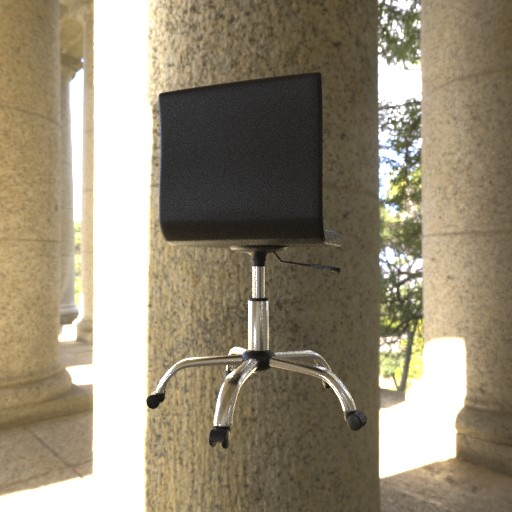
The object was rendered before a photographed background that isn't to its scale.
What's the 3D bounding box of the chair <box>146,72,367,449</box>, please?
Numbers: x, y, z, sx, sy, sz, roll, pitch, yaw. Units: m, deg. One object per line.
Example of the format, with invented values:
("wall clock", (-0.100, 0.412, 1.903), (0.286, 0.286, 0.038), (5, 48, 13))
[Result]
("chair", (0.000, 0.000, 1.135), (0.556, 0.780, 0.530), (0, -1, 18))
